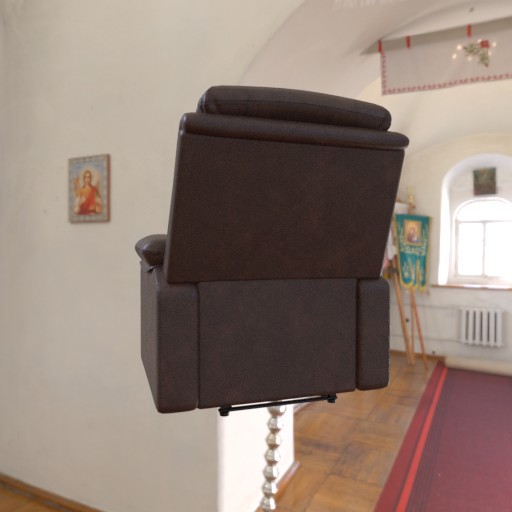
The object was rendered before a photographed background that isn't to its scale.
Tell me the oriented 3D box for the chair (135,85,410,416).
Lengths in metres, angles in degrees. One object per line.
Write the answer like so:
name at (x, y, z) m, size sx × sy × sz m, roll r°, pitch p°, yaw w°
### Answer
chair at (0.000, 0.000, 1.672) m, size 0.855 × 0.992 × 0.919 m, roll 0°, pitch 1°, yaw -18°
